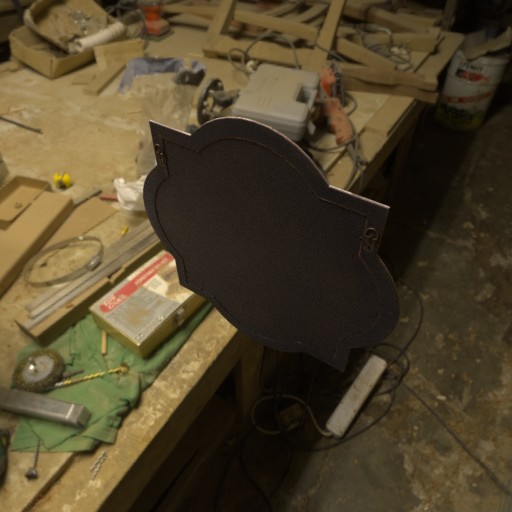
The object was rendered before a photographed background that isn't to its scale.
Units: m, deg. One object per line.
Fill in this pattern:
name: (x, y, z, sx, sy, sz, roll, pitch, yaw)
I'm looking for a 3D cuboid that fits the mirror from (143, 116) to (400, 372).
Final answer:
mirror: (0.000, 0.000, 1.056, 0.686, 0.686, 0.019, 25, 51, 22)
